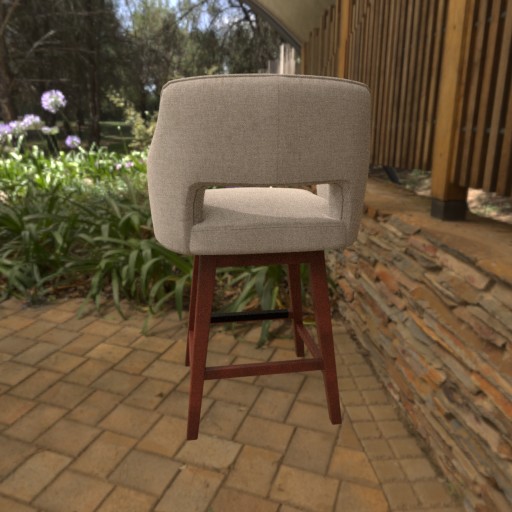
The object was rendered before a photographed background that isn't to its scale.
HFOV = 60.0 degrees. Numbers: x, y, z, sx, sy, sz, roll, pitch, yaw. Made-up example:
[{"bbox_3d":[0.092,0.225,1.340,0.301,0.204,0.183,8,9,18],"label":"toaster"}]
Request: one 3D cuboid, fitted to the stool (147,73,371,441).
[{"bbox_3d":[0.000,0.000,1.312,0.599,0.944,0.558,-3,16,-9],"label":"stool"}]
